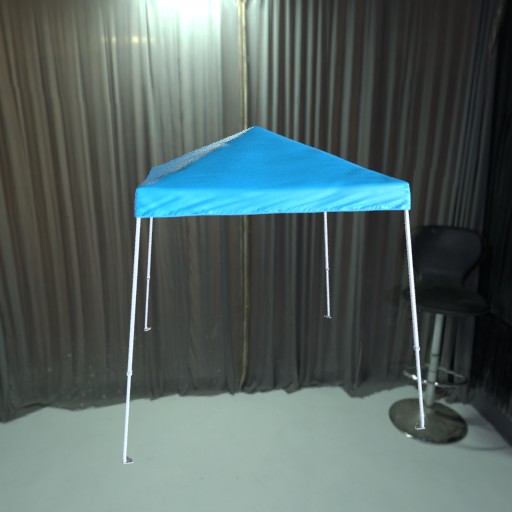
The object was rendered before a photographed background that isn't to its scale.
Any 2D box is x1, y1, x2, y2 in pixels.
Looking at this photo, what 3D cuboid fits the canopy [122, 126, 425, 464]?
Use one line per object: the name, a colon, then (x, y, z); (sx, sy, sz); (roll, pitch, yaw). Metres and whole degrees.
canopy: (0.000, 0.000, 5.061); (2.849, 2.849, 2.848); (-3, 15, -9)
